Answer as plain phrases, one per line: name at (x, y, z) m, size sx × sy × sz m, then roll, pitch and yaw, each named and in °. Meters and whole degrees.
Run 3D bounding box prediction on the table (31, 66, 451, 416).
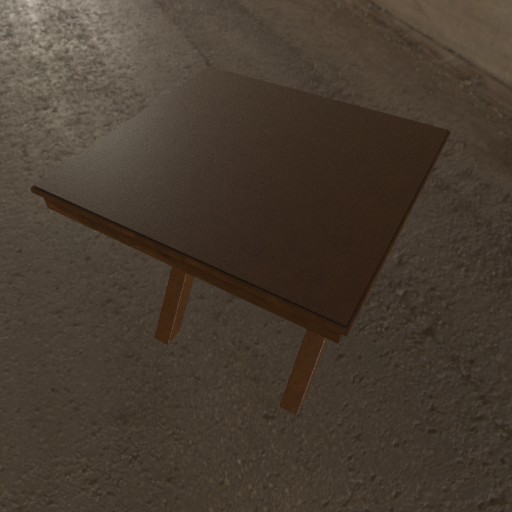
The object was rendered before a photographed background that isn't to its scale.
table at (0.000, 0.000, 1.050) m, size 0.602 × 0.562 × 0.560 m, roll 23°, pitch 51°, yaw 20°
